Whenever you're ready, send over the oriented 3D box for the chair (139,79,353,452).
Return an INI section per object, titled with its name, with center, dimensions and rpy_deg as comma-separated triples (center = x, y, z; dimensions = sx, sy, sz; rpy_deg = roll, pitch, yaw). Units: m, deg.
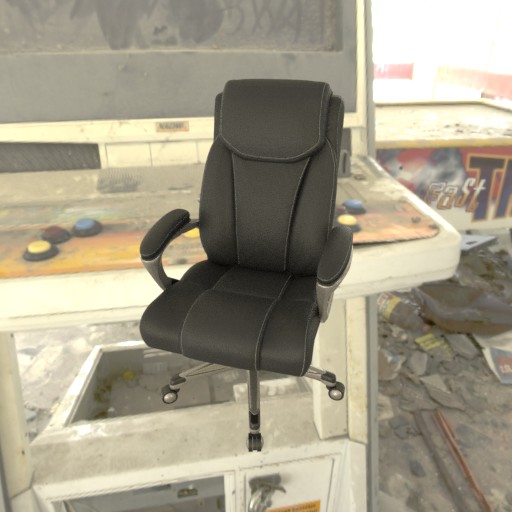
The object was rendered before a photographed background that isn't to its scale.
[chair]
center = 0.000, 0.000, 1.629
dimensions = 0.741, 1.167, 0.784
rpy_deg = 7, 27, 15
